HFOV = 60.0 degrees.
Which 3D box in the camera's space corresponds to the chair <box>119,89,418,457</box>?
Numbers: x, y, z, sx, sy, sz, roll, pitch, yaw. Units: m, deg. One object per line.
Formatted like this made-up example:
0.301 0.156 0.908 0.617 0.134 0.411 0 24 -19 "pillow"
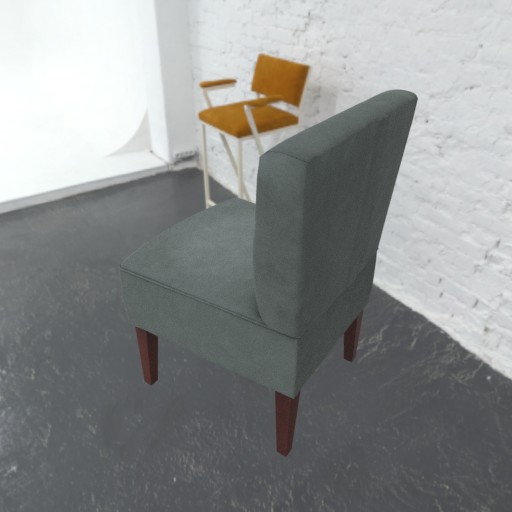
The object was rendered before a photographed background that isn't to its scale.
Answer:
0.000 0.000 1.141 0.554 0.806 0.521 20 37 29 "chair"
